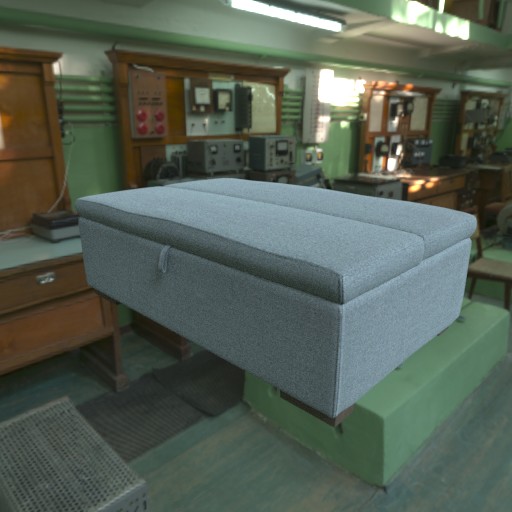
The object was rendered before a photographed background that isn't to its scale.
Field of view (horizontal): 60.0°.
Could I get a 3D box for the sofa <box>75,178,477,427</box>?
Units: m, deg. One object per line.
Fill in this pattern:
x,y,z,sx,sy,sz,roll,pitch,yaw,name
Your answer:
0.000,0.000,1.629,1.250,0.434,0.817,16,24,42,sofa
